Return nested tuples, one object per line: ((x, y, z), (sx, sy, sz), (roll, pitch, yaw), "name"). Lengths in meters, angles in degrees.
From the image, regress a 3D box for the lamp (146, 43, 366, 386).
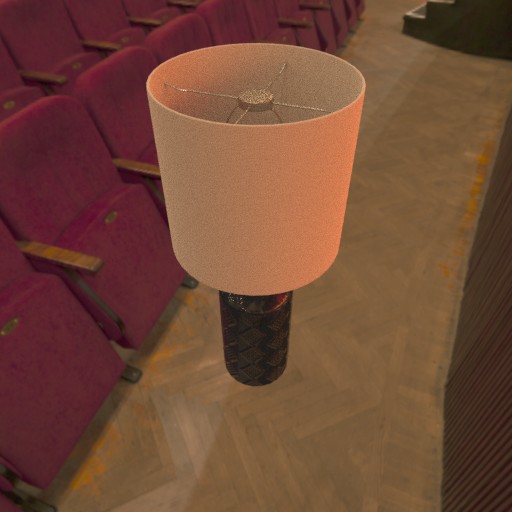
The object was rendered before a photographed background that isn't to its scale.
((0.000, 0.000, 0.578), (0.207, 0.461, 0.207), (14, 44, 15), "lamp")
